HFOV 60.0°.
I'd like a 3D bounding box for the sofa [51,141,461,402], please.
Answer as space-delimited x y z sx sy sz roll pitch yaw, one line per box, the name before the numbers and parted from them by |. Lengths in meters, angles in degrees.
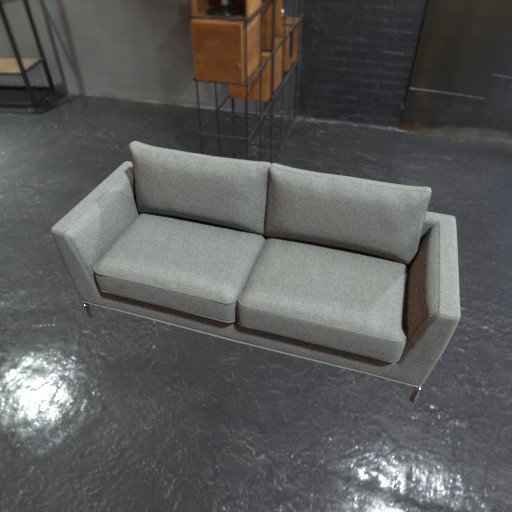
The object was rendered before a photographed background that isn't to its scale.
sofa | 0.000 0.000 2.712 2.212 1.002 0.869 12 42 13
